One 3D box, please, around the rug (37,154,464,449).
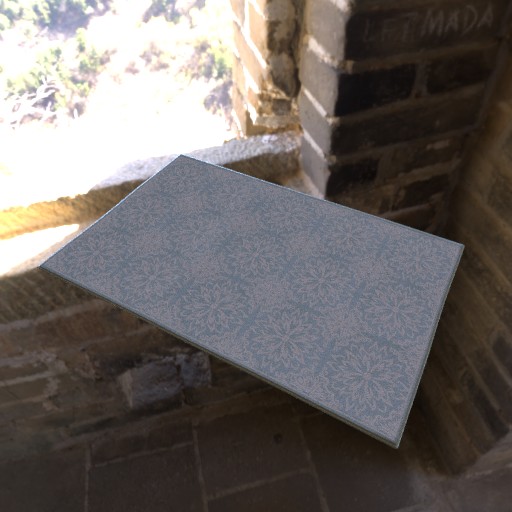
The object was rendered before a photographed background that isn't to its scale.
[{"bbox_3d":[0.000,0.000,3.404,2.746,0.018,1.819,22,48,20],"label":"rug"}]
